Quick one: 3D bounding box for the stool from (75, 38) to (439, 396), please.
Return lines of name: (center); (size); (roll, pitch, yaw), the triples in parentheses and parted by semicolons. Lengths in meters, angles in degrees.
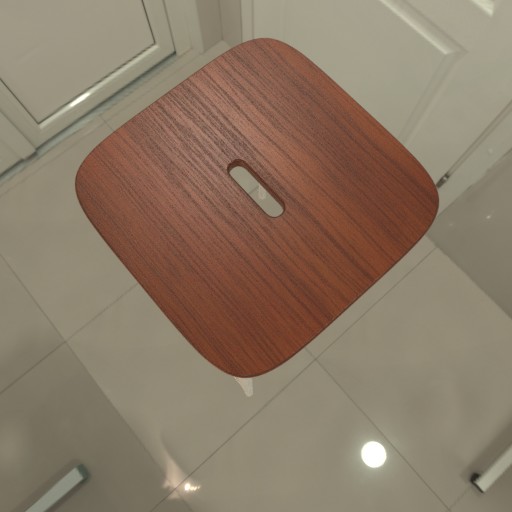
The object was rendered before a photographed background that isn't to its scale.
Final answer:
stool: (0.000, 0.000, 0.833); (0.376, 0.610, 0.376); (-40, 78, -10)
